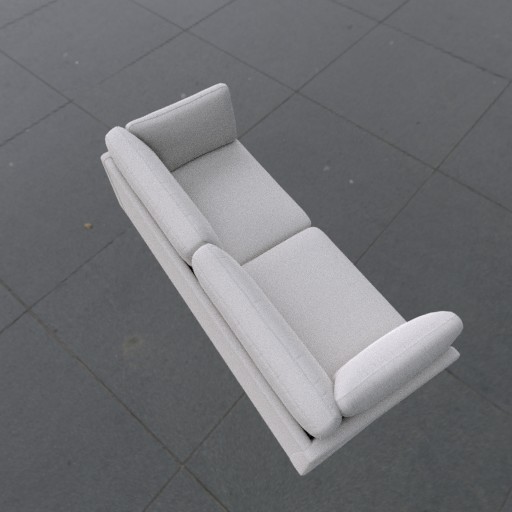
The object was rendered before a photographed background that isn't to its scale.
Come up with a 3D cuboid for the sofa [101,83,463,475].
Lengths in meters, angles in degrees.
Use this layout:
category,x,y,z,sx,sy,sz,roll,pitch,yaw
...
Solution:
category,x,y,z,sx,sy,sz,roll,pitch,yaw
sofa,0.000,0.000,2.720,0.957,0.863,2.301,-30,63,-17
